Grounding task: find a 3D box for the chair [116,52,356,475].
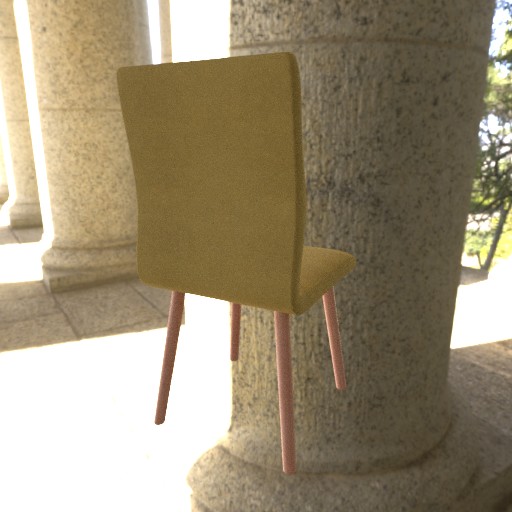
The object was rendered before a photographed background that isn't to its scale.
[{"bbox_3d":[0.000,0.000,1.268,0.450,0.965,0.550,8,17,27],"label":"chair"}]
